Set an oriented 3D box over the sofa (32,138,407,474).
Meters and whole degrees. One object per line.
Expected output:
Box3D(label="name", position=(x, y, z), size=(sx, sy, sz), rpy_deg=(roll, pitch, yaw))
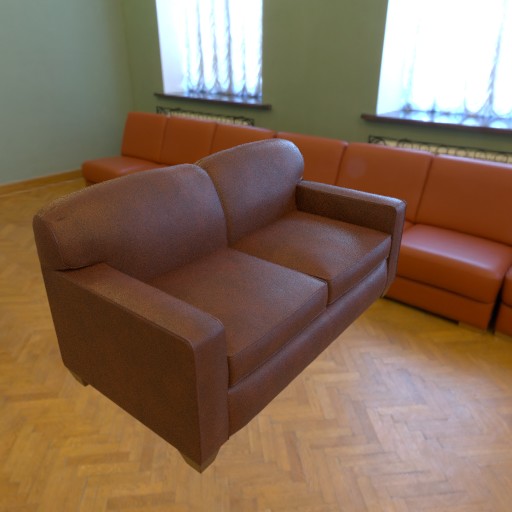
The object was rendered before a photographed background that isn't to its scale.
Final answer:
Box3D(label="sofa", position=(0.000, 0.000, 2.386), size=(1.000, 0.966, 1.856), rpy_deg=(19, 31, 34))
